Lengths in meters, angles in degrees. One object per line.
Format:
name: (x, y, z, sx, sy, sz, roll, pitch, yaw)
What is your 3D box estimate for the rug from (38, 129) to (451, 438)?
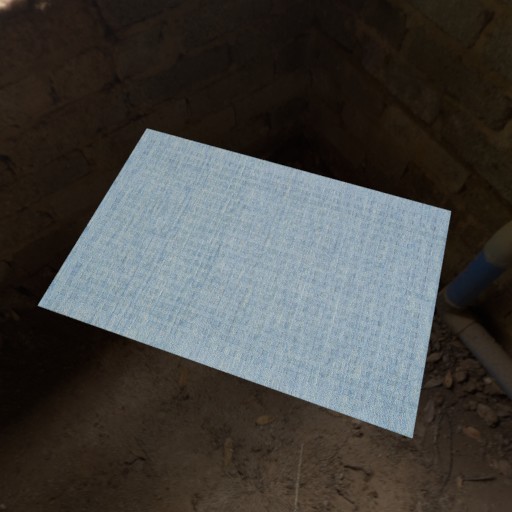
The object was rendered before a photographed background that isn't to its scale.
rug: (0.000, 0.000, 2.862, 2.286, 0.006, 1.522, 17, 64, 9)
